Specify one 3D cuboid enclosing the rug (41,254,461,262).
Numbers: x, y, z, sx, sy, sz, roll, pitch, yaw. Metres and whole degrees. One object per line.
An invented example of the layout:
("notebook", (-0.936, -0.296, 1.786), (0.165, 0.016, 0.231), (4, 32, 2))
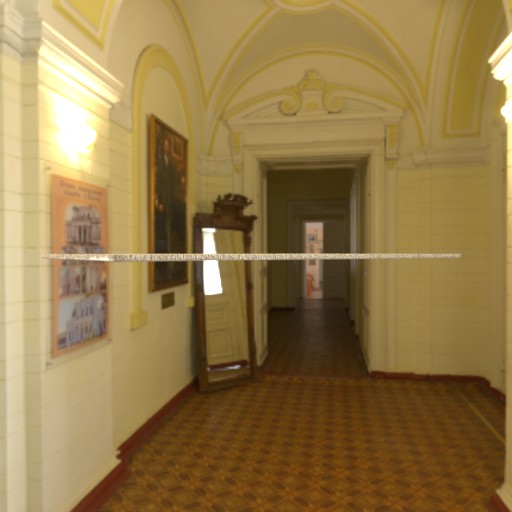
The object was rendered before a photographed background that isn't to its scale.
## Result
("rug", (0.000, 0.000, 2.914), (2.349, 0.026, 1.500), (0, 0, -36))
